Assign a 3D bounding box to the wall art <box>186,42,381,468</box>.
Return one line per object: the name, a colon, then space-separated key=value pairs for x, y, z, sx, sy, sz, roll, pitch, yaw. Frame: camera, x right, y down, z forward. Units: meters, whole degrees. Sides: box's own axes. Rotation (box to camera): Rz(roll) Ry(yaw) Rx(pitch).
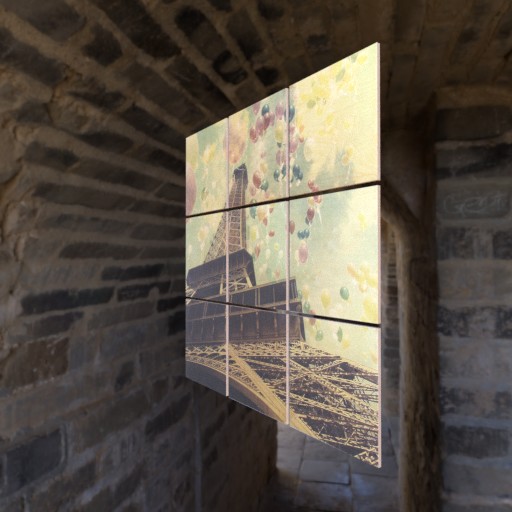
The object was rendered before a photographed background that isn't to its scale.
wall art: x=0.000 y=0.000 z=1.767 sx=0.013 sy=1.218 sz=1.219 roll=0 pitch=-1 yaw=-35
